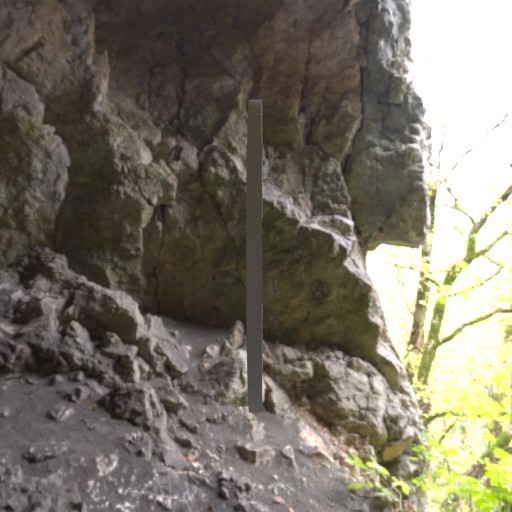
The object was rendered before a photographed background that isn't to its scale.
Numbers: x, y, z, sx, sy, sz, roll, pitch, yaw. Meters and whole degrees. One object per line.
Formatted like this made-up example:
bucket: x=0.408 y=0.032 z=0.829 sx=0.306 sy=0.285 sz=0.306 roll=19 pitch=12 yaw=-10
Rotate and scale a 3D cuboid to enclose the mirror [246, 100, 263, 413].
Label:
mirror: x=0.000 y=0.000 z=1.373 sx=0.038 sy=0.914 sz=0.914 roll=0 pitch=0 yaw=0
